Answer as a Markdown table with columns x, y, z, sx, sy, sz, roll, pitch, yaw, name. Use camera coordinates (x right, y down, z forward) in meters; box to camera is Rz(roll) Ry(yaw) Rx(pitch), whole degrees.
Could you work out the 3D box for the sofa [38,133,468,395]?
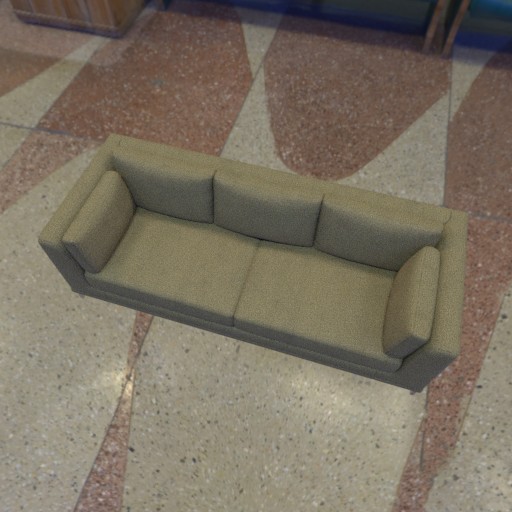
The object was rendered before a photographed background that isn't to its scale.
| x | y | z | sx | sy | sz | roll | pitch | yaw | name |
| --- | --- | --- | --- | --- | --- | --- | --- | --- | --- |
| 0.000 | 0.000 | 2.898 | 2.415 | 0.867 | 0.969 | 14 | 58 | 9 | sofa |
